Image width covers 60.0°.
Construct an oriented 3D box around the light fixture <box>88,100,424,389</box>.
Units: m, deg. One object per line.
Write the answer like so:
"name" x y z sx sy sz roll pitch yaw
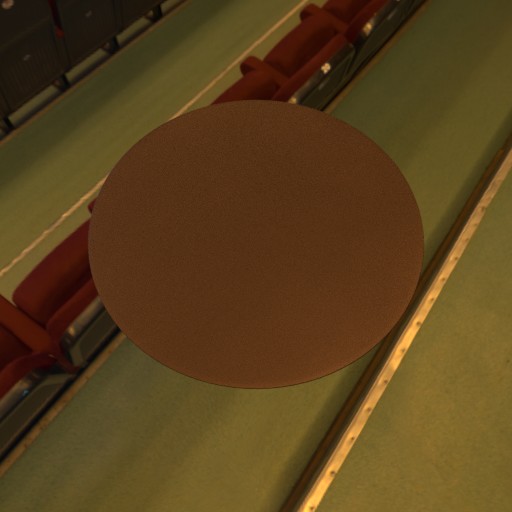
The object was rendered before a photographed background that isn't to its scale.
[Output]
"light fixture" 0.000 0.000 0.433 0.280 0.135 0.280 0 62 0
